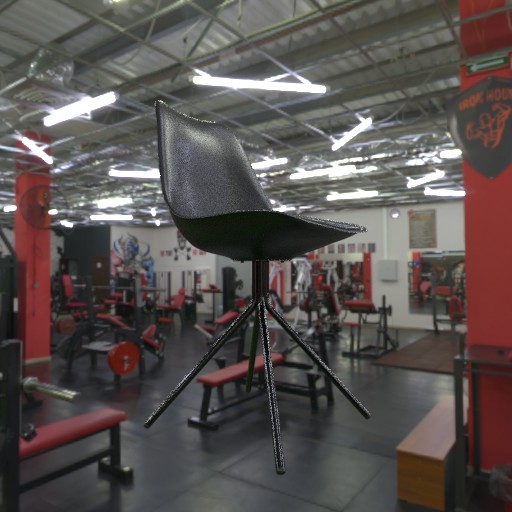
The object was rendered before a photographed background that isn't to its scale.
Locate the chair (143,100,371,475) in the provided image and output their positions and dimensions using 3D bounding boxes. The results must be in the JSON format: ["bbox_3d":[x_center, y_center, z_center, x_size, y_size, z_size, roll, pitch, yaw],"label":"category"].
[{"bbox_3d":[0.000,0.000,1.143,0.525,0.850,0.461,-1,-2,38],"label":"chair"}]
